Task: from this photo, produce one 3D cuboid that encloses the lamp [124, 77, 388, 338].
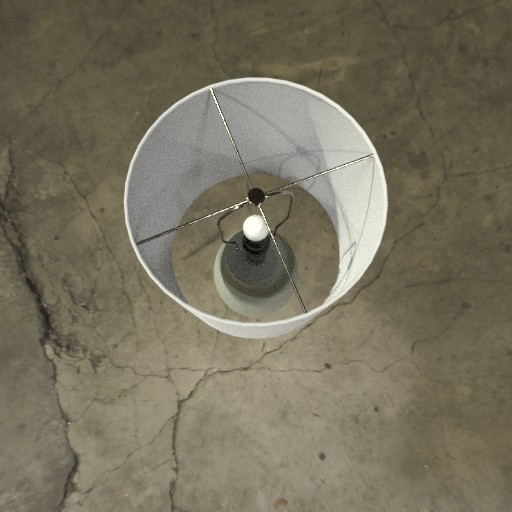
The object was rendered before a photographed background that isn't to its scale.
[{"bbox_3d":[0.000,0.000,0.584,0.217,0.453,0.217,-21,78,-5],"label":"lamp"}]
